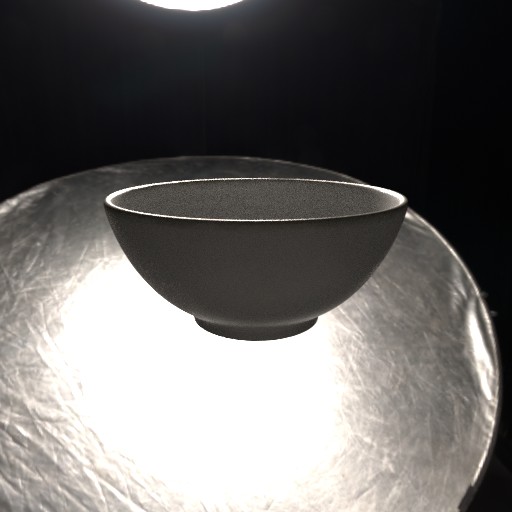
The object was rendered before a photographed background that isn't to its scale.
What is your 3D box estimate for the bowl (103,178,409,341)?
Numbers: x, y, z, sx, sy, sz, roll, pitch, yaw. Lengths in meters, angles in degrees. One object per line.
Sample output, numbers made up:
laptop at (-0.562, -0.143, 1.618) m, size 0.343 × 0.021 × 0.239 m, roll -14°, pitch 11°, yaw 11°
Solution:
bowl at (0.000, 0.000, 0.426) m, size 0.268 × 0.121 × 0.268 m, roll 0°, pitch 16°, yaw 0°
